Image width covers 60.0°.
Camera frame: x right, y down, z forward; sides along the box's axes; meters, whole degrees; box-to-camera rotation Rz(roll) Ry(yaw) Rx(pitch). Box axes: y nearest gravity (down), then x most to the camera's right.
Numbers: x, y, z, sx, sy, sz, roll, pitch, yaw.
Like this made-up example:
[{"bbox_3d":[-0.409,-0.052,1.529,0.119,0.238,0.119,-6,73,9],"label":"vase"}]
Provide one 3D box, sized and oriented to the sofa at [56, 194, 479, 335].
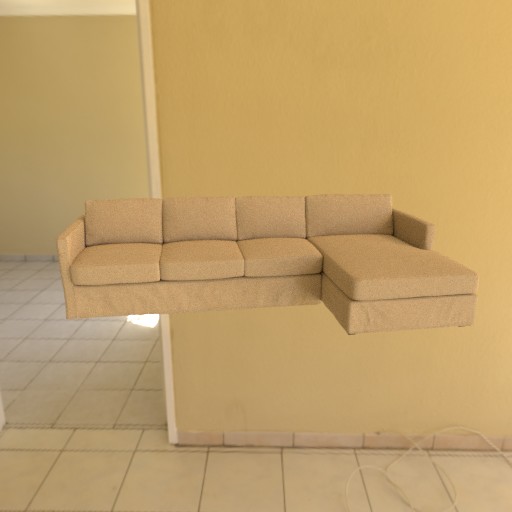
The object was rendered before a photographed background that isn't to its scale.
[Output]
[{"bbox_3d":[0.000,0.000,3.827,3.177,0.867,1.622,-3,17,-9],"label":"sofa"}]
